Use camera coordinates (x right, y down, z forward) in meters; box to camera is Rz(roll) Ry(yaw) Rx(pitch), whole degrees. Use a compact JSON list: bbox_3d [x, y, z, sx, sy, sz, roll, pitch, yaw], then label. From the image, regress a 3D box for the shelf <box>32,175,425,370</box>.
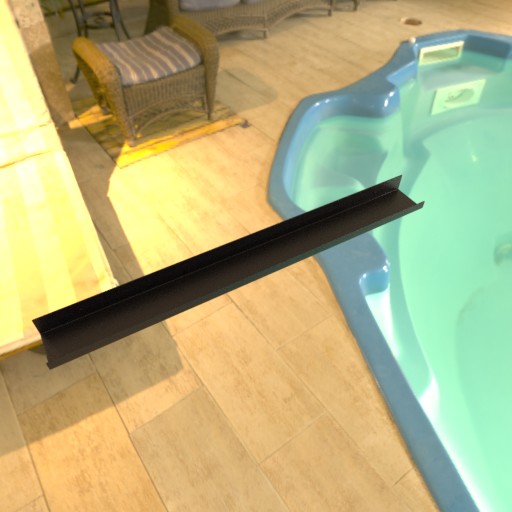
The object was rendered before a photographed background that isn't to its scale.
[{"bbox_3d":[0.000,0.000,0.984,0.924,0.049,0.092,-22,51,-20],"label":"shelf"}]
